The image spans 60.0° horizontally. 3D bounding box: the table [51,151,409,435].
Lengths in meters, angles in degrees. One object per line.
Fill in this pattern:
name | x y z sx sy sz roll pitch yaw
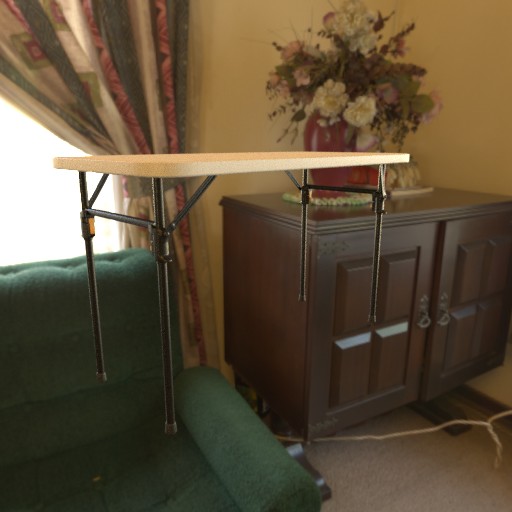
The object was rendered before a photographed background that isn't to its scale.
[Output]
table | 0.000 0.000 1.638 0.610 0.729 1.219 13 19 42
